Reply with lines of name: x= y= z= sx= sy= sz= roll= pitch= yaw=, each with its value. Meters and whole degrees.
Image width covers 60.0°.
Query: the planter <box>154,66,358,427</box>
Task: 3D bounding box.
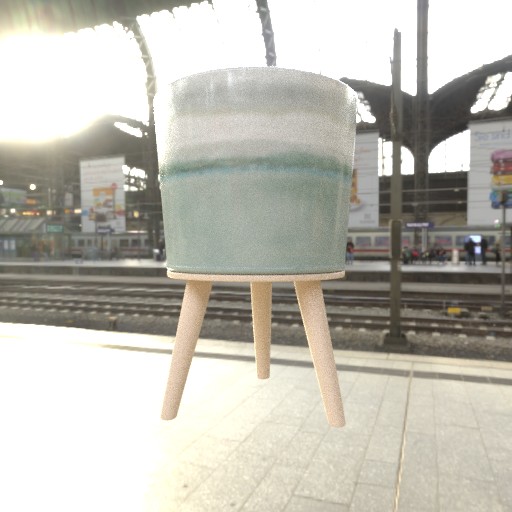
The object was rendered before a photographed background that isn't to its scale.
planter: x=0.000 y=0.000 z=0.595 sx=0.265 sy=0.404 sz=0.265 roll=0 pitch=1 yaw=19
